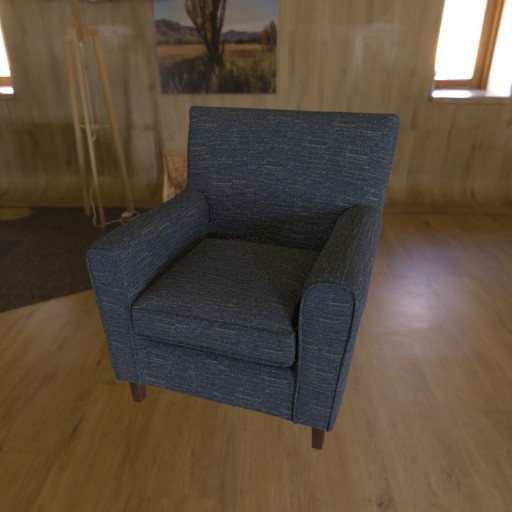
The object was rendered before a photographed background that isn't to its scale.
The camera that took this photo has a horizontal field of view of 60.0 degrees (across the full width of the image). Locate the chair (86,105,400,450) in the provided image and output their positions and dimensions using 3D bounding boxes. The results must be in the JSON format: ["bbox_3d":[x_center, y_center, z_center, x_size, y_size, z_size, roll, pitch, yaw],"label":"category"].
[{"bbox_3d":[0.000,0.000,1.614,0.864,0.928,0.873,8,26,17],"label":"chair"}]
